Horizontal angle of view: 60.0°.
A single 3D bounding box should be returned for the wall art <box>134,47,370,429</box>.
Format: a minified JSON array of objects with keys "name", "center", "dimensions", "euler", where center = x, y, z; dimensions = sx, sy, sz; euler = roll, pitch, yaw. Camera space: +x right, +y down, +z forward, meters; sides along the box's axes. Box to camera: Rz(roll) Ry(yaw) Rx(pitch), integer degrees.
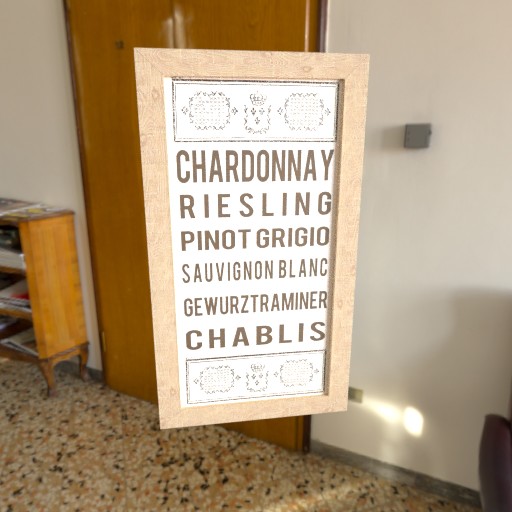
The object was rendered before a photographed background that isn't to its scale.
[{"name":"wall art","center":[0.000,0.000,0.806],"dimensions":[0.381,0.683,0.013],"euler":[-2,16,-9]}]
